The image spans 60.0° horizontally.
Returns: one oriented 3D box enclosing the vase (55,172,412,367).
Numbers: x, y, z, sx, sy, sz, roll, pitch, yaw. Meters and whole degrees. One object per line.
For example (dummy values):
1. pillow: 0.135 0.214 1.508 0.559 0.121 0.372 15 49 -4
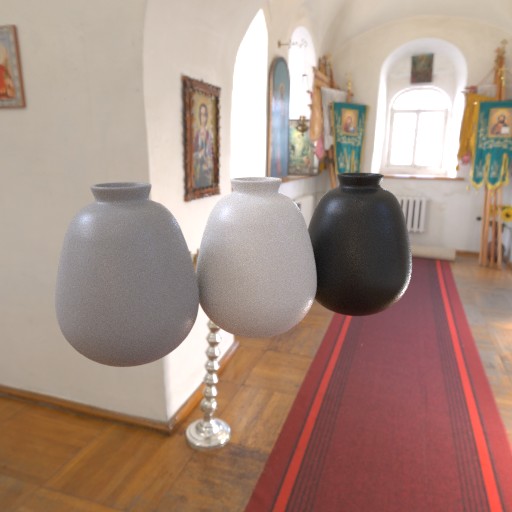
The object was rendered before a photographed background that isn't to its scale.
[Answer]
1. vase: 0.000 0.000 0.353 0.297 0.122 0.097 -7 16 -25
